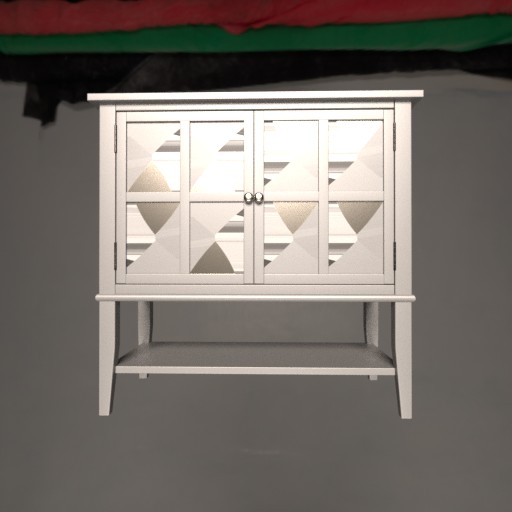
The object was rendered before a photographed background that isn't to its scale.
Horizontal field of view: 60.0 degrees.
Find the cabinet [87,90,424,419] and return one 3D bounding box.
[{"bbox_3d":[0.000,0.000,1.249,0.801,0.780,0.396,0,0,2],"label":"cabinet"}]
